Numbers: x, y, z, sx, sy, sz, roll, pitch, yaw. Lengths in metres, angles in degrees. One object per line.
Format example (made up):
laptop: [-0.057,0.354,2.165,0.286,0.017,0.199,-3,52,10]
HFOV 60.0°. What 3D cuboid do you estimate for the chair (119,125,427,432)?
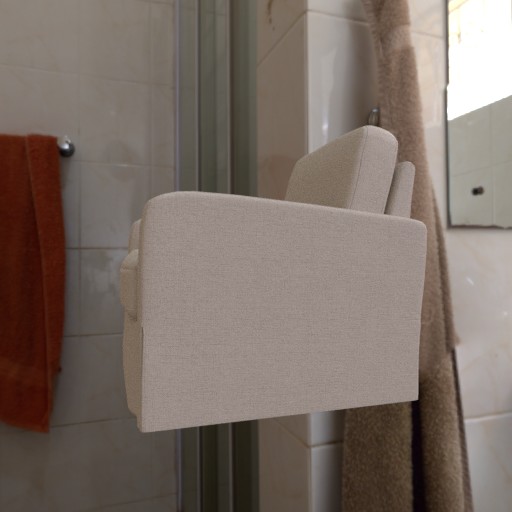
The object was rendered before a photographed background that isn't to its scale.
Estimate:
chair: [0.000,0.000,1.510,0.888,0.827,0.755,0,0,-18]
